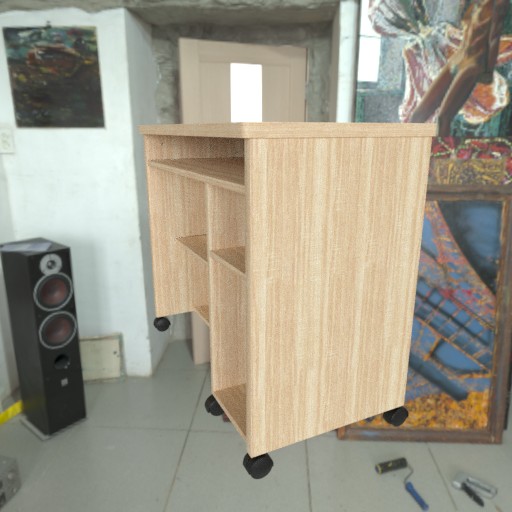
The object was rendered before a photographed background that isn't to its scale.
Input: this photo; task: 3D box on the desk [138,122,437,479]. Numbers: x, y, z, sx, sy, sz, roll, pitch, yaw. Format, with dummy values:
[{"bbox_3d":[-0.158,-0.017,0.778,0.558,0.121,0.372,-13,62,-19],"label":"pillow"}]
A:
[{"bbox_3d":[0.000,0.000,1.356,0.480,0.770,0.884,-8,18,-25],"label":"desk"}]
